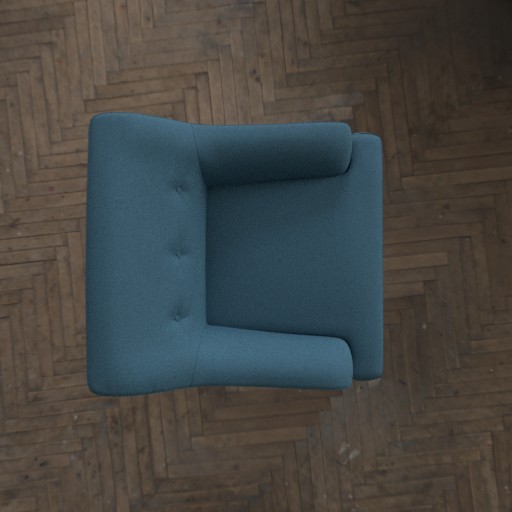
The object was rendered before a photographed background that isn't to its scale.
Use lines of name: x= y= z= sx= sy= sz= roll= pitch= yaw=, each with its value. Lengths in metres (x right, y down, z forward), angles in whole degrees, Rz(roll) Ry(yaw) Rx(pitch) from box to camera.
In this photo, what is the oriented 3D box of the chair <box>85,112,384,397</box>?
chair: x=0.000 y=0.000 z=1.633 sx=0.951 sy=0.818 sz=0.946 roll=0 pitch=89 yaw=1
